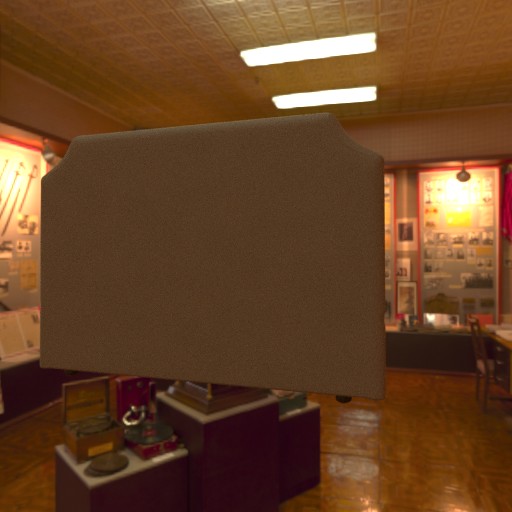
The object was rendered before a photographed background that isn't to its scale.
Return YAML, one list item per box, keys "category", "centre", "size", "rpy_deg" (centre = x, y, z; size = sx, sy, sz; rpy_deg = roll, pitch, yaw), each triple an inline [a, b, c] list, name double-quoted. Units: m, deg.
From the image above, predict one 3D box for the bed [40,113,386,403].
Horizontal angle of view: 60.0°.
- category: "bed"
  centre: [0.000, 0.000, 3.182]
  size: [1.831, 1.297, 2.181]
  rpy_deg: [0, 0, 17]
